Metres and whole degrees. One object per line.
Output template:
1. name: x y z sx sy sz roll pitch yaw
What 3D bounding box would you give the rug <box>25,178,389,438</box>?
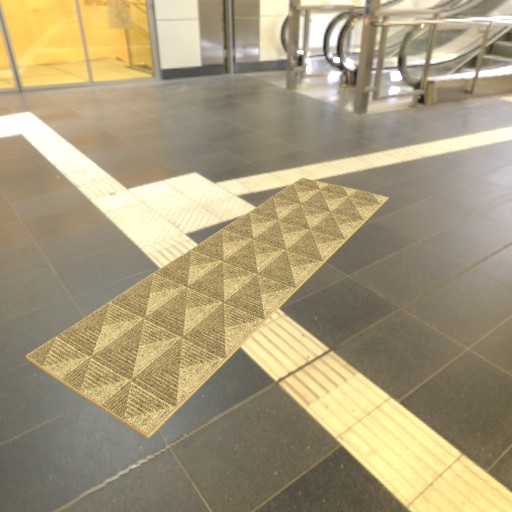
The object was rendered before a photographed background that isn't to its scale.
1. rug: 0.000 0.000 2.286 0.645 0.015 2.182 19 36 28
